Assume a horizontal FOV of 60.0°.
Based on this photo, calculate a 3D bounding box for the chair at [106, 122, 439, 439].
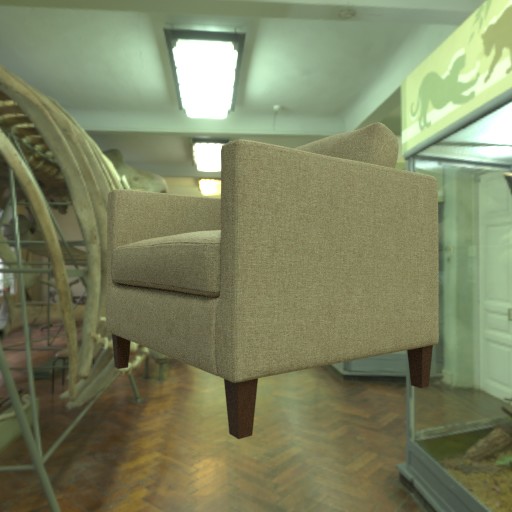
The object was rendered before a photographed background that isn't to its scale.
[{"bbox_3d":[0.000,0.000,1.832,0.959,0.987,1.107,1,-1,-36],"label":"chair"}]
